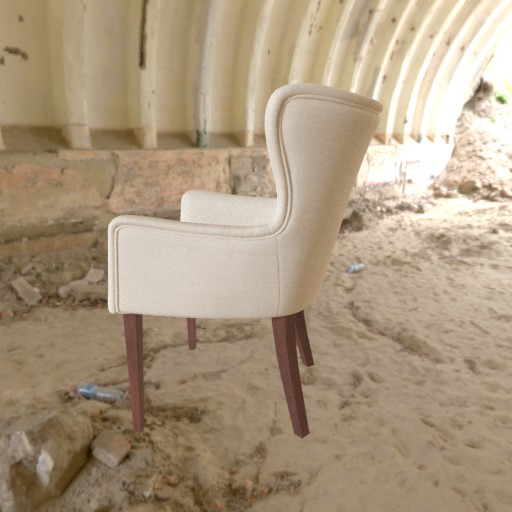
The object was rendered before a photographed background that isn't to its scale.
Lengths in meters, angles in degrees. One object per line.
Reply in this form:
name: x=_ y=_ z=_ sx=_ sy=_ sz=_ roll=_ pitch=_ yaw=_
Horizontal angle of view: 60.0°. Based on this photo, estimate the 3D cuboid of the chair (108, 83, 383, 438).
chair: x=0.000 y=0.000 z=1.459 sx=0.744 sy=0.990 sz=0.696 roll=2 pitch=15 yaw=9
